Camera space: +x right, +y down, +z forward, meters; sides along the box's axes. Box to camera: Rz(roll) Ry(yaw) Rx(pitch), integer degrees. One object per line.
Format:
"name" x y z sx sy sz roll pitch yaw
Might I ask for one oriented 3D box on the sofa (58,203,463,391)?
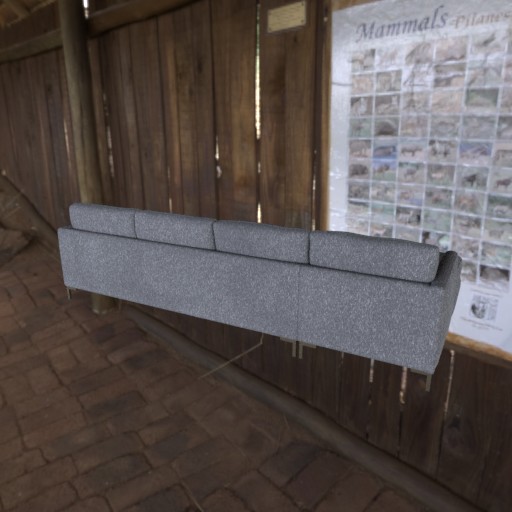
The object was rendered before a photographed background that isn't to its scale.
"sofa" 0.000 0.000 3.500 2.932 0.810 1.350 9 19 26
